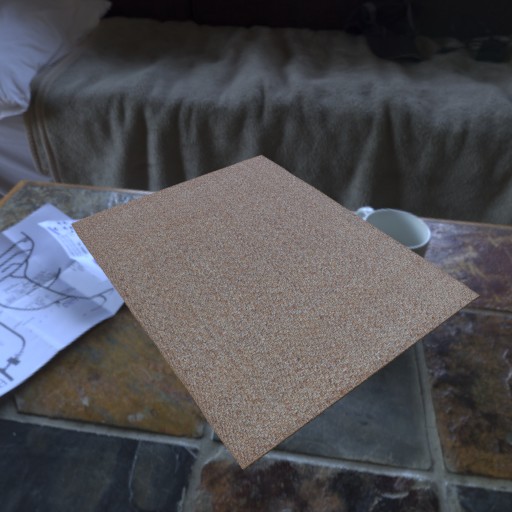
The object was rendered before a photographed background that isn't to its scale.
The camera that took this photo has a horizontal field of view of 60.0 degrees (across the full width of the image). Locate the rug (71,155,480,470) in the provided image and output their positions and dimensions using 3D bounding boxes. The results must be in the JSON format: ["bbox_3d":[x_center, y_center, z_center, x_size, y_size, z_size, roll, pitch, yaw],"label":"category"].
[{"bbox_3d":[0.000,0.000,4.086,2.439,0.013,3.048,-26,47,-27],"label":"rug"}]
